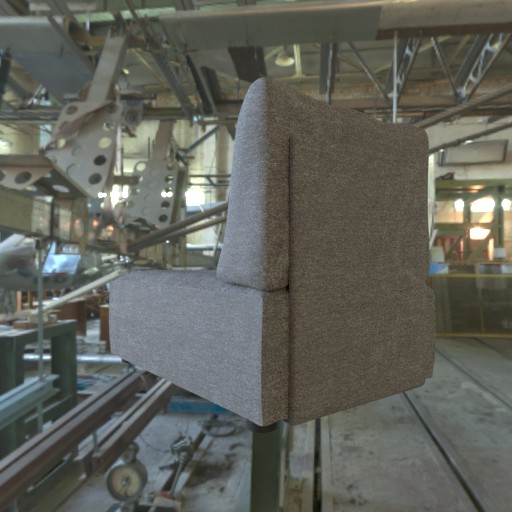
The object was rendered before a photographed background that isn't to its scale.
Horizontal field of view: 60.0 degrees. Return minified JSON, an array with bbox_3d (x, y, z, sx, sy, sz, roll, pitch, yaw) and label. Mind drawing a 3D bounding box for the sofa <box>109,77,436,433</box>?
[{"bbox_3d":[0.000,0.000,1.565,0.700,0.820,1.000,0,0,-37],"label":"sofa"}]
